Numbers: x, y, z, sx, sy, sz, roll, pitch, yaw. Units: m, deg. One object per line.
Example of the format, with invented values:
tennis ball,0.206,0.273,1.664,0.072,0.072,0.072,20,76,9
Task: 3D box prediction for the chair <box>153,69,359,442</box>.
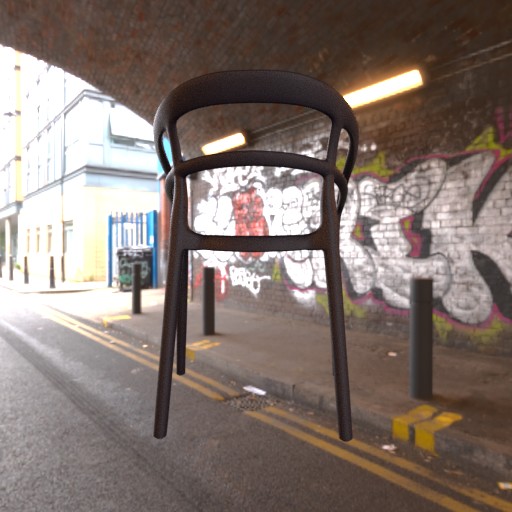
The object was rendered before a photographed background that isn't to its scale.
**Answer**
chair,0.000,0.000,1.162,0.559,0.761,0.527,0,1,2
